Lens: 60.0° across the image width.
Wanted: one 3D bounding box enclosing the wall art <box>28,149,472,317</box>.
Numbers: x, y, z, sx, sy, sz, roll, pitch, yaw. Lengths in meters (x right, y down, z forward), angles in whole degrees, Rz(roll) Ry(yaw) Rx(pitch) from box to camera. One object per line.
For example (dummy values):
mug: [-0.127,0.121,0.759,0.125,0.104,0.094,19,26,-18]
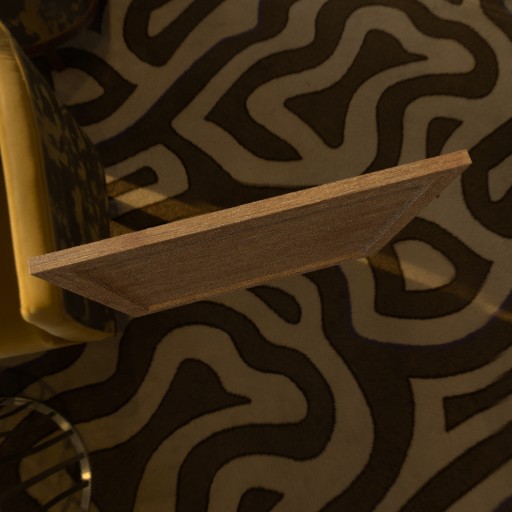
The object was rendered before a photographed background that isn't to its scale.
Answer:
wall art: [0.000,0.000,0.957,0.690,0.588,0.026,-14,76,-4]
